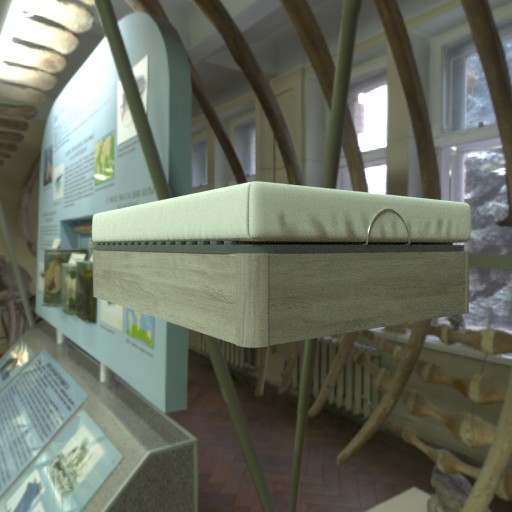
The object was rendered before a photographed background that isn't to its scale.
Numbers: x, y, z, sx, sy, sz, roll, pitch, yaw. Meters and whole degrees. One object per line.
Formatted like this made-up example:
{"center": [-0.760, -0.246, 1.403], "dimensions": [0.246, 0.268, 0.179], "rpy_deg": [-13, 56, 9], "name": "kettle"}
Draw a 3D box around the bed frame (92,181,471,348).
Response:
{"center": [0.000, 0.000, 2.624], "dimensions": [1.400, 0.561, 1.900], "rpy_deg": [-1, 2, -35], "name": "bed frame"}
